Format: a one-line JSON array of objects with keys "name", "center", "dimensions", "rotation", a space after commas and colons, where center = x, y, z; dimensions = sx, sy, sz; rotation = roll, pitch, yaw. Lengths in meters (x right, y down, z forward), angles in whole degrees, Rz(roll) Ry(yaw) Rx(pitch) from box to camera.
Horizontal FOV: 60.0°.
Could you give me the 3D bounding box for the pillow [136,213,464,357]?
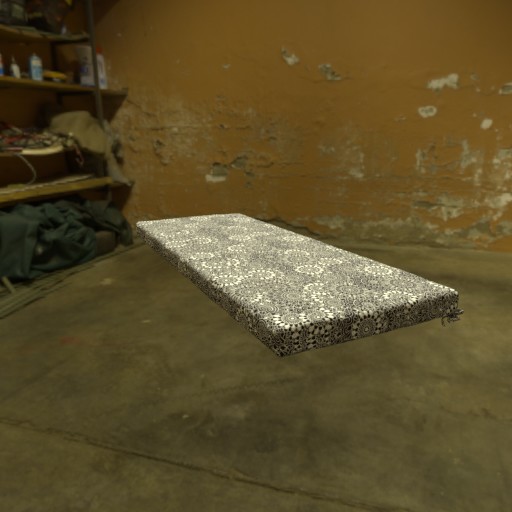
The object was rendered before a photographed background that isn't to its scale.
[{"name": "pillow", "center": [0.000, 0.000, 1.362], "dimensions": [0.492, 0.081, 1.187], "rotation": [-7, 17, -26]}]
